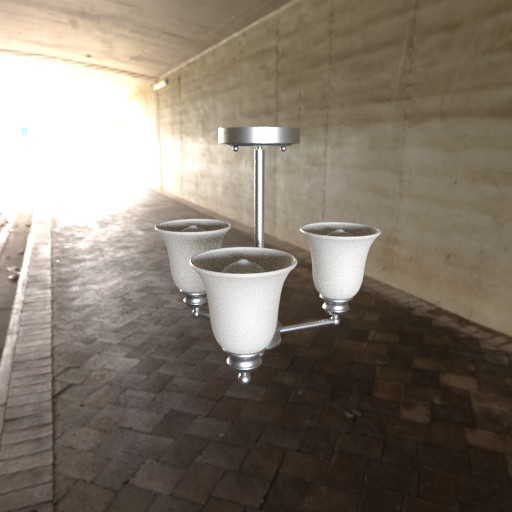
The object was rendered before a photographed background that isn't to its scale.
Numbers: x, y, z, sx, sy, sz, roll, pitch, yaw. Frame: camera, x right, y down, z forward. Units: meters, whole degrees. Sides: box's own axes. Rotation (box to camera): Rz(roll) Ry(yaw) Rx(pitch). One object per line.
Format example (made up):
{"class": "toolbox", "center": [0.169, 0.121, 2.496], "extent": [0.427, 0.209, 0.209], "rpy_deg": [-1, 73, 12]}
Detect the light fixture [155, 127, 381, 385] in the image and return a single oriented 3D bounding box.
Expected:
{"class": "light fixture", "center": [0.000, 0.000, 0.665], "extent": [0.388, 0.370, 0.354], "rpy_deg": [2, 14, 8]}
